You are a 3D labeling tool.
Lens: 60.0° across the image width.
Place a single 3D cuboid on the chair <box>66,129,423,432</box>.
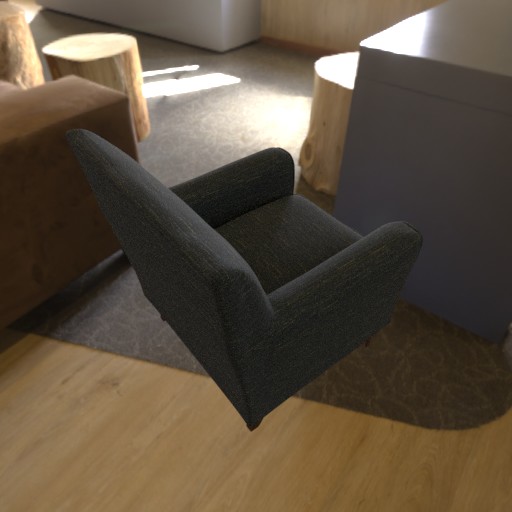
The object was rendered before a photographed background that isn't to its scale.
[{"bbox_3d":[0.000,0.000,1.643,0.873,0.928,0.864,-27,48,-27],"label":"chair"}]
